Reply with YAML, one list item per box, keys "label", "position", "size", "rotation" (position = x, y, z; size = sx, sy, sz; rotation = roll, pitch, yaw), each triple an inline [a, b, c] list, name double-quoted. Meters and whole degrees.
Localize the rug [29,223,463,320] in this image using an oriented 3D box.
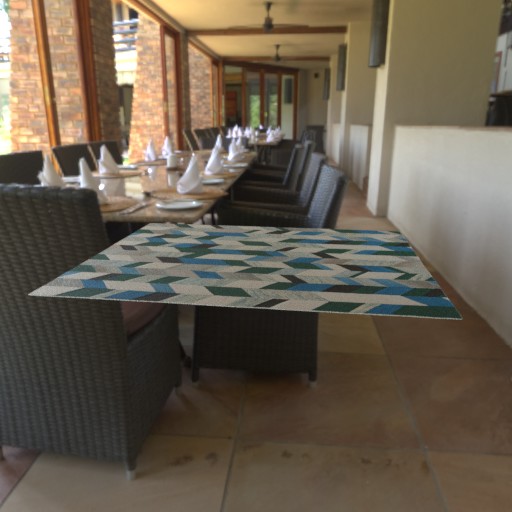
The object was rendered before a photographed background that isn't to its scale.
- label: "rug"
  position: [0.000, 0.000, 4.194]
  size: [3.036, 0.008, 2.440]
  rotation: [2, 17, 8]
